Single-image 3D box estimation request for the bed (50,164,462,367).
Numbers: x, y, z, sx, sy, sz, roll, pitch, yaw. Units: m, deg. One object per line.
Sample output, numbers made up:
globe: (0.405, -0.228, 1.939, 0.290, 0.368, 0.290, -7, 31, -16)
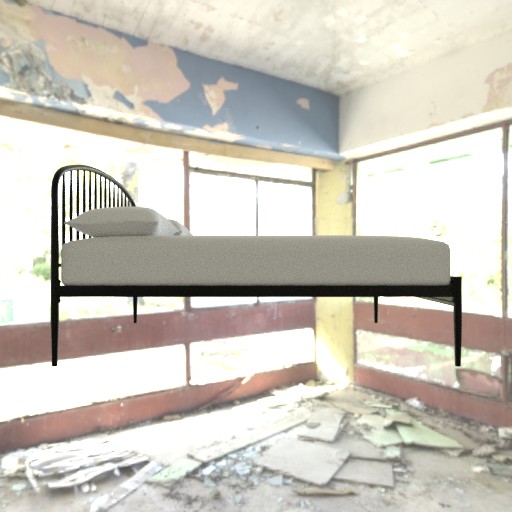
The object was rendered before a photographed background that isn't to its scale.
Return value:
bed: (0.000, 0.000, 3.116, 2.159, 1.166, 1.618, 0, 0, 0)
